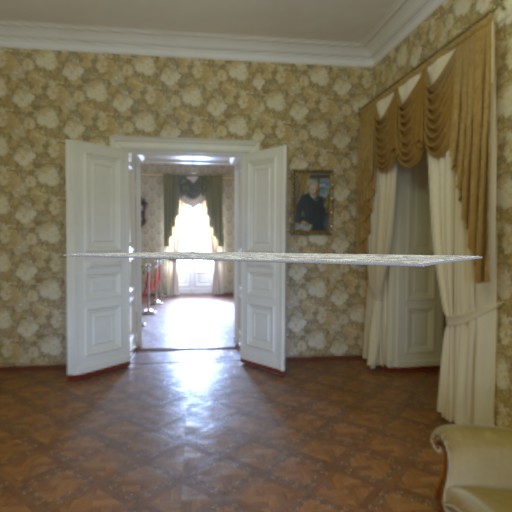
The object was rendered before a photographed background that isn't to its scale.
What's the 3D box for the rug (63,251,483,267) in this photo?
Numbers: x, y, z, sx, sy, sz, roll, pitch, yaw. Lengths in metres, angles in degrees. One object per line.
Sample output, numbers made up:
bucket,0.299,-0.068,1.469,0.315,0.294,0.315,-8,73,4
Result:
rug,0.000,0.000,1.426,1.219,0.007,0.604,1,2,36
